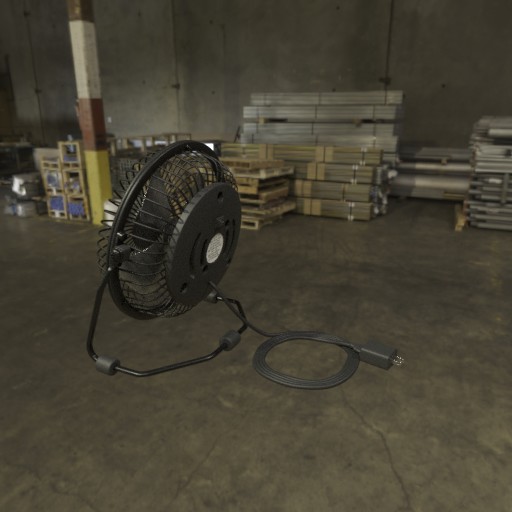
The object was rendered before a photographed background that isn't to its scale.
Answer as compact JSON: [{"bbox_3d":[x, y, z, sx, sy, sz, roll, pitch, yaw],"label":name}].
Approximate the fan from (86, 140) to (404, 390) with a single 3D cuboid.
[{"bbox_3d":[0.000,0.000,0.305,0.202,0.152,0.153,8,19,25],"label":"fan"}]
